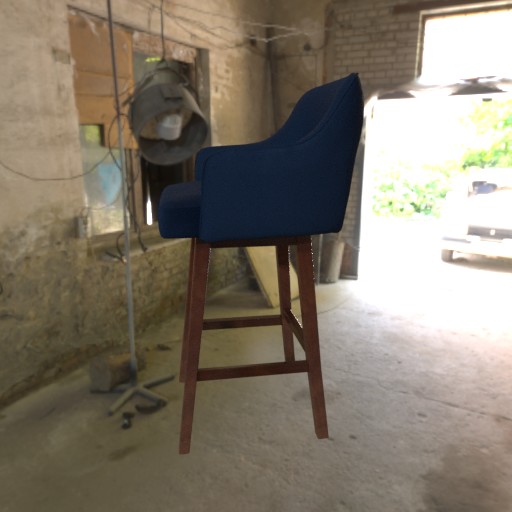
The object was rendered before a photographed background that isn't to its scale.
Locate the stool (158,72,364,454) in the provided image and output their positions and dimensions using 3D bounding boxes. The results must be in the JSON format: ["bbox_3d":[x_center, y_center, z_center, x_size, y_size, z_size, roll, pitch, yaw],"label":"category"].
[{"bbox_3d":[0.000,0.000,1.369,0.560,1.041,0.550,-2,15,-9],"label":"stool"}]
